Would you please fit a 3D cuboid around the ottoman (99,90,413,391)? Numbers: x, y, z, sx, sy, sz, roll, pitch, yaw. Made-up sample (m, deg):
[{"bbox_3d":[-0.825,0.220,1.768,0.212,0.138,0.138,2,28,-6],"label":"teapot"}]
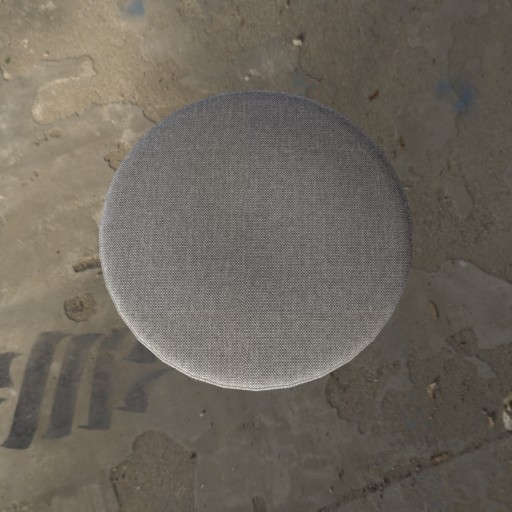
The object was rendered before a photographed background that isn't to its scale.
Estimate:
[{"bbox_3d":[0.000,0.000,0.880,0.500,0.419,0.500,0,75,0],"label":"ottoman"}]
